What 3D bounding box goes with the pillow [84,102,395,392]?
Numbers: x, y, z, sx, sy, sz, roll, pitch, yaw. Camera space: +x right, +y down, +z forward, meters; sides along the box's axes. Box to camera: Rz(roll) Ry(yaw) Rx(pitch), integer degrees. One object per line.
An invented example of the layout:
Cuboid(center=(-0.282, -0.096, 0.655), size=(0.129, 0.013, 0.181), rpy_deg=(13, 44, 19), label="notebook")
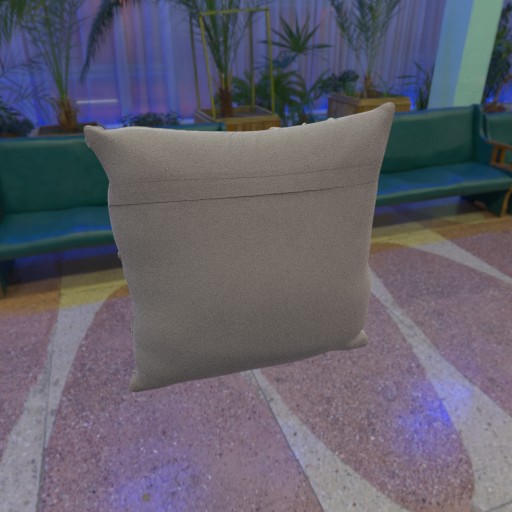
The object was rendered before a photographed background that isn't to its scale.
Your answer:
Cuboid(center=(0.000, 0.000, 0.692), size=(0.439, 0.440, 0.185), rpy_deg=(-8, 29, -15), label="pillow")
